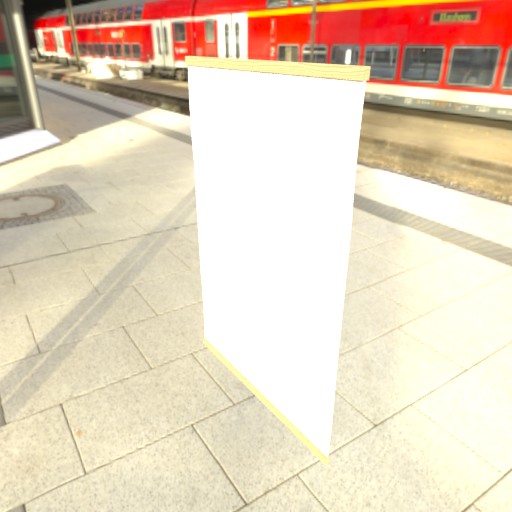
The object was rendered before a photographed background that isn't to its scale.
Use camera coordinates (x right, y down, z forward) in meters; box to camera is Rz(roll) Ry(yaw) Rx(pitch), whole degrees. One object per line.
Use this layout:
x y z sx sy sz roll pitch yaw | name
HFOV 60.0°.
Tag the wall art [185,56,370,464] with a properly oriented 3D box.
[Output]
0.000 0.000 1.880 0.025 1.521 1.011 -18 31 -32 | wall art
